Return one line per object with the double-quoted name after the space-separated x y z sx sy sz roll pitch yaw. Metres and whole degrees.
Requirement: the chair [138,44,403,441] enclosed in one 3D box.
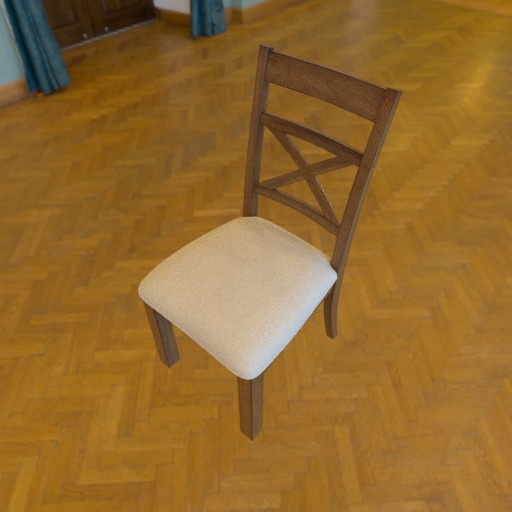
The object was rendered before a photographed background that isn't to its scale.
0.000 0.000 1.293 0.461 0.949 0.581 32 54 27 "chair"
